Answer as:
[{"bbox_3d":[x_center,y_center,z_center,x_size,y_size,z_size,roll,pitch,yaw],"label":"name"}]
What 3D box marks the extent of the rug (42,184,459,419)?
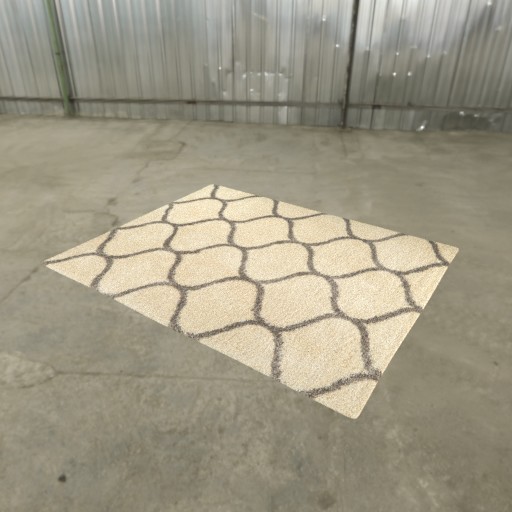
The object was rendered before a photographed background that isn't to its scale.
[{"bbox_3d":[0.000,0.000,4.050,3.000,0.026,2.399,19,35,30],"label":"rug"}]
